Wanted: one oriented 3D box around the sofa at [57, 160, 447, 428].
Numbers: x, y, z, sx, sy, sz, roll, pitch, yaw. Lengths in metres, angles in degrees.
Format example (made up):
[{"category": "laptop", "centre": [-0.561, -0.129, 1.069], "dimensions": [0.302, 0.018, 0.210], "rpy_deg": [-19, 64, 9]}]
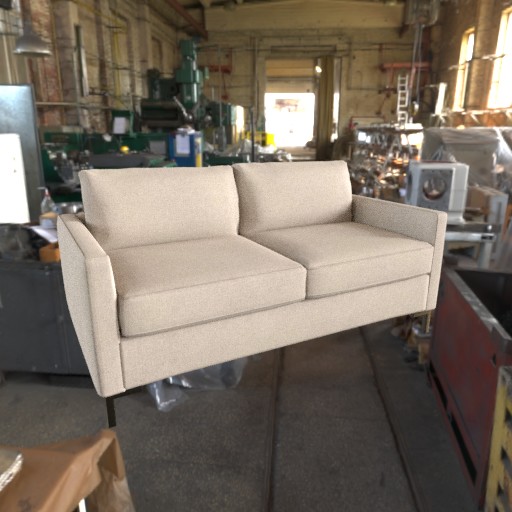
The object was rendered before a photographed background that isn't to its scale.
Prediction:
[{"category": "sofa", "centre": [0.000, 0.000, 2.141], "dimensions": [1.682, 0.840, 0.875], "rpy_deg": [-9, 18, -27]}]
